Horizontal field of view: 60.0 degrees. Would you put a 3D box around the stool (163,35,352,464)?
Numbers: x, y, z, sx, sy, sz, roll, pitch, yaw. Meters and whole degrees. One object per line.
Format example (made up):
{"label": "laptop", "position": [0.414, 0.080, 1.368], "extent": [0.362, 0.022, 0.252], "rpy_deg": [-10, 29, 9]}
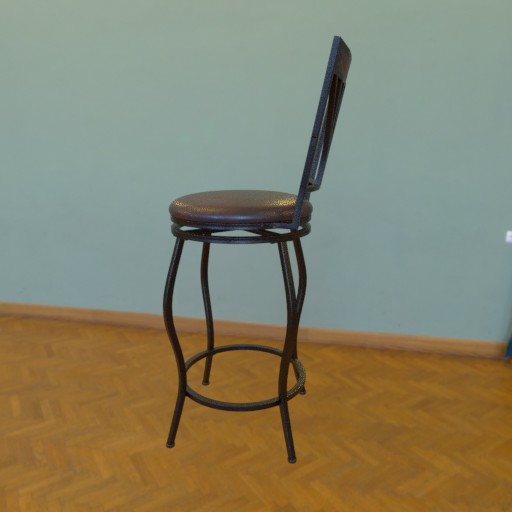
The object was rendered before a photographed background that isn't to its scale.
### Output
{"label": "stool", "position": [0.000, 0.000, 1.347], "extent": [0.514, 1.117, 0.433], "rpy_deg": [3, 14, 10]}
